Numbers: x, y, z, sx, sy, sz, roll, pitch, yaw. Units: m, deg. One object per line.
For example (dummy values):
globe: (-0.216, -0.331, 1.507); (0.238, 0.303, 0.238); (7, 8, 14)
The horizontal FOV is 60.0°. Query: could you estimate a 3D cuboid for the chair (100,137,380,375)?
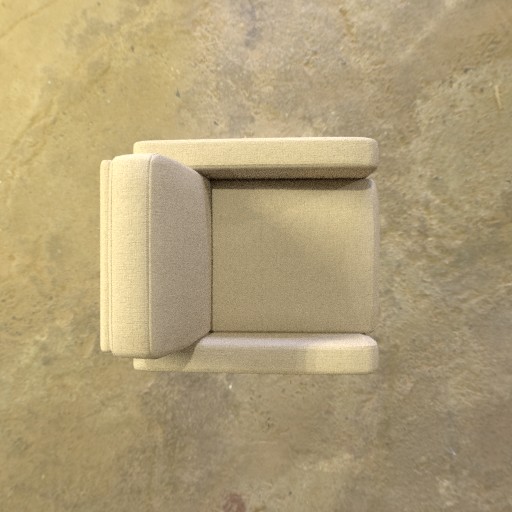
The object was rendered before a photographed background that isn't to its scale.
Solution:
chair: (0.000, 0.000, 1.537); (0.888, 0.827, 0.755); (0, 90, 0)
